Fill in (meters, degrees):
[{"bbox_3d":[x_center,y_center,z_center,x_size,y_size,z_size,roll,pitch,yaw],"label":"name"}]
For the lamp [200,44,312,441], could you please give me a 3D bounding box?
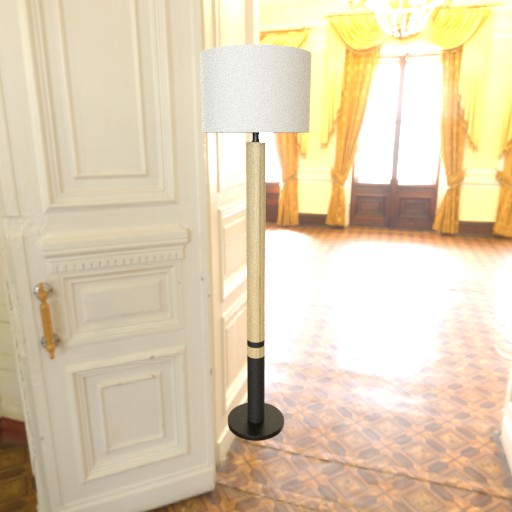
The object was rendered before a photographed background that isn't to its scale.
[{"bbox_3d":[0.000,0.000,1.709,0.381,1.478,0.381,-8,17,-27],"label":"lamp"}]
